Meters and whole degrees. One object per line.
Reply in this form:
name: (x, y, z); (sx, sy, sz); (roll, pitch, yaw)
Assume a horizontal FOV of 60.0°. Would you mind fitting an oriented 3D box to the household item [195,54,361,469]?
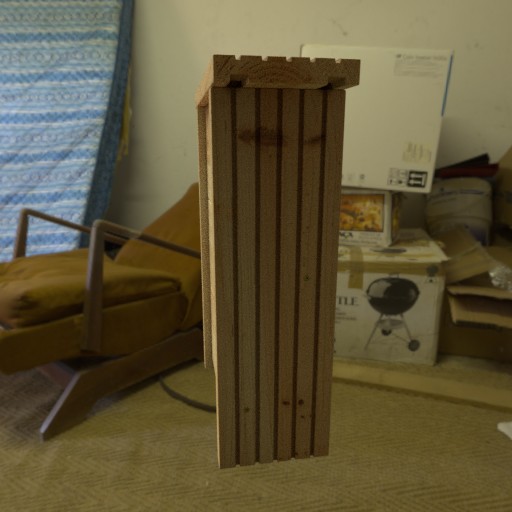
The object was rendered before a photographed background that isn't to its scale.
household item: (0.000, 0.000, 0.550); (0.123, 0.407, 0.301); (-3, 15, -10)
